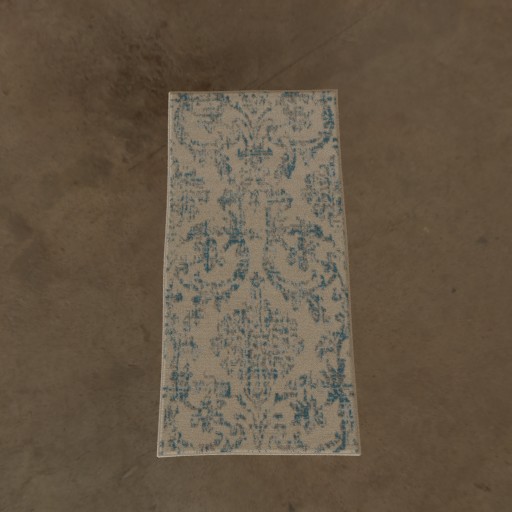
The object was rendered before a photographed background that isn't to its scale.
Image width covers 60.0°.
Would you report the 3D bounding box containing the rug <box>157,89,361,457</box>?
[{"bbox_3d":[0.000,0.000,1.448,0.605,0.007,1.220,-1,77,0],"label":"rug"}]
